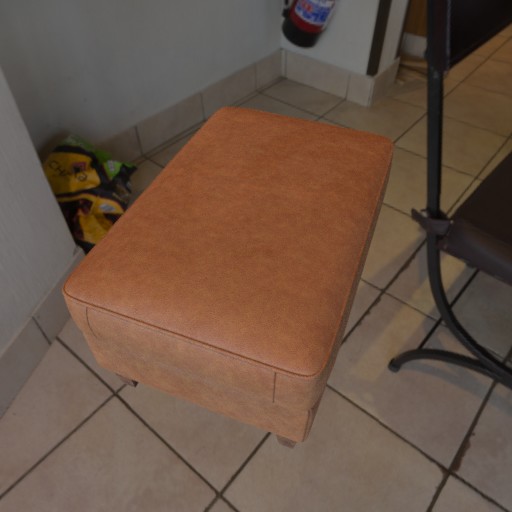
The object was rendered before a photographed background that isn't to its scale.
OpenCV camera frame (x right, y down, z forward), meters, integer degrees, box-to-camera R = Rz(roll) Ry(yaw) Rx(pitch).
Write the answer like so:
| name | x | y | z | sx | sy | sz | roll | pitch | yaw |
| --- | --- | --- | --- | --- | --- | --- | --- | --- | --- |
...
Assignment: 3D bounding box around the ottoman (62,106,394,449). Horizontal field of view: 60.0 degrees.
| name | x | y | z | sx | sy | sz | roll | pitch | yaw |
| --- | --- | --- | --- | --- | --- | --- | --- | --- | --- |
| ottoman | 0.000 | 0.000 | 1.238 | 0.584 | 0.483 | 0.864 | 16 | 49 | 14 |
